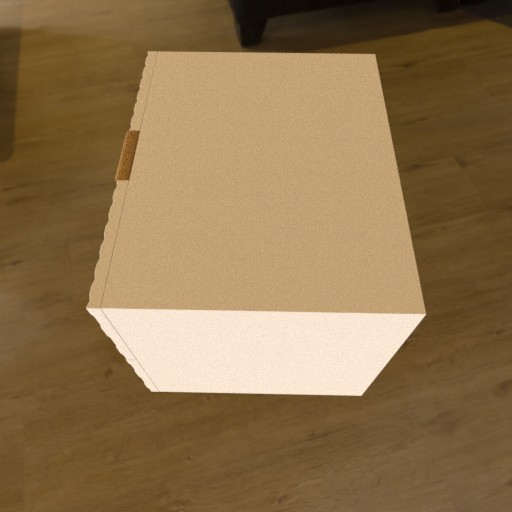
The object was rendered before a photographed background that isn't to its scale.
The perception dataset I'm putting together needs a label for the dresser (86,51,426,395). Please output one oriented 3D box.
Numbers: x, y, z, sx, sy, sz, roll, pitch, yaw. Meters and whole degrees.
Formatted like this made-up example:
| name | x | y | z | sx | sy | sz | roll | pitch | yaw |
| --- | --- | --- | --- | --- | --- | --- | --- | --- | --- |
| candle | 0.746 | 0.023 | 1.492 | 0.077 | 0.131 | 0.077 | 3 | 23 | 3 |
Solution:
| name | x | y | z | sx | sy | sz | roll | pitch | yaw |
| --- | --- | --- | --- | --- | --- | --- | --- | --- | --- |
| dresser | 0.000 | 0.000 | 0.900 | 0.414 | 0.568 | 0.503 | 1 | 58 | 1 |
